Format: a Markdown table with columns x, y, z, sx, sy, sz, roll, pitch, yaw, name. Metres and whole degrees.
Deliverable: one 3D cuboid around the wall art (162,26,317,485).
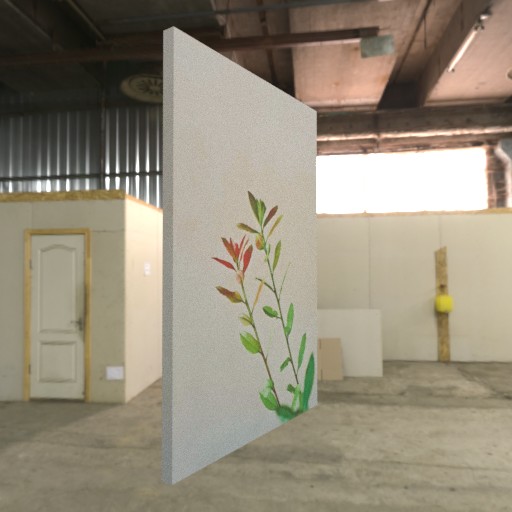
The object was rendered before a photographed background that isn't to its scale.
| x | y | z | sx | sy | sz | roll | pitch | yaw | name |
| --- | --- | --- | --- | --- | --- | --- | --- | --- | --- |
| 0.000 | 0.000 | 1.424 | 0.038 | 1.143 | 0.764 | -1 | -1 | 36 | wall art |
